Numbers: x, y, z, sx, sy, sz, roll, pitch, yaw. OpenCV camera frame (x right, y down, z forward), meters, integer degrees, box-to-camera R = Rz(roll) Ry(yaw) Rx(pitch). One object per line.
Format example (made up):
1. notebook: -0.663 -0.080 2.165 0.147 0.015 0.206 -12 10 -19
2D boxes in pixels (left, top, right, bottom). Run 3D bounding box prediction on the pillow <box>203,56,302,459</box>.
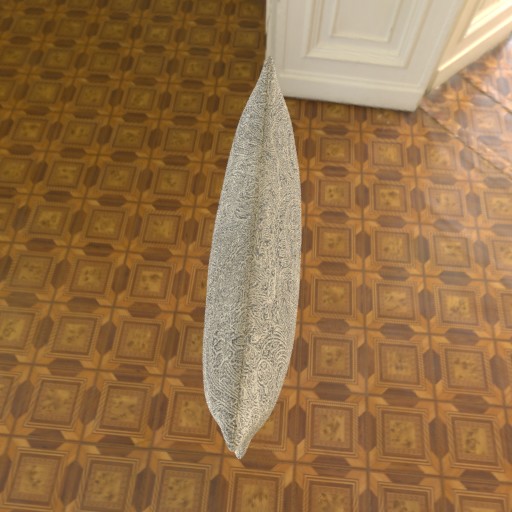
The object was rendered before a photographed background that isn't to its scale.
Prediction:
1. pillow: 0.000 0.000 0.745 0.151 0.295 0.615 4 64 2
